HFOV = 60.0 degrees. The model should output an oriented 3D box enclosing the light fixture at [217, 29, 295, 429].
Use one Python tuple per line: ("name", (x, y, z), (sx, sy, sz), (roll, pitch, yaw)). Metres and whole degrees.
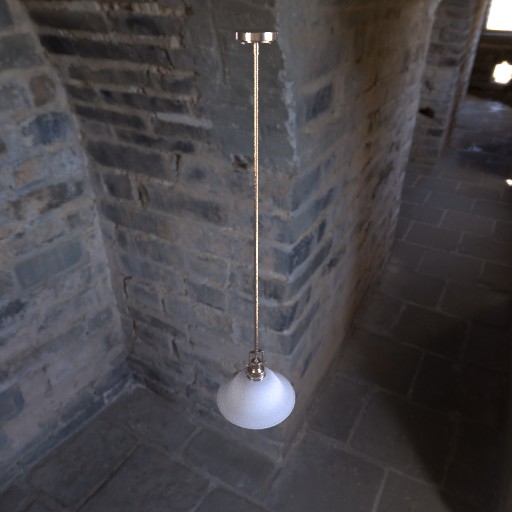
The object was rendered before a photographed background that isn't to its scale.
("light fixture", (0.000, 0.000, 1.492), (0.324, 1.354, 0.324), (-9, 32, -15))
